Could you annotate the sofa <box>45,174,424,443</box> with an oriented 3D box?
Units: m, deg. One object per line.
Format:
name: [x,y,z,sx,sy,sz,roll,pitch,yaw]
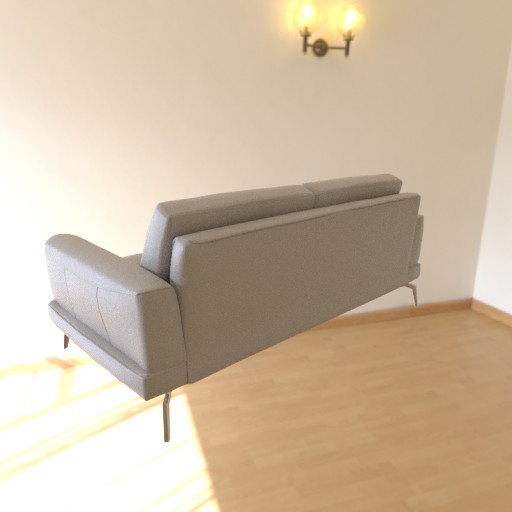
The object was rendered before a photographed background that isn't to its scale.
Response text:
sofa: [0.000,0.000,2.670,2.177,0.930,1.121,-15,22,-41]
